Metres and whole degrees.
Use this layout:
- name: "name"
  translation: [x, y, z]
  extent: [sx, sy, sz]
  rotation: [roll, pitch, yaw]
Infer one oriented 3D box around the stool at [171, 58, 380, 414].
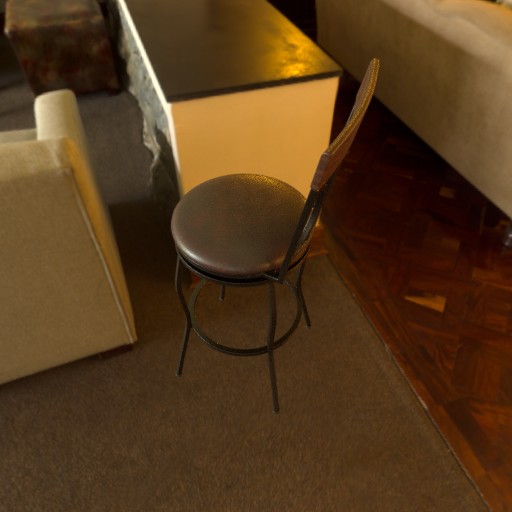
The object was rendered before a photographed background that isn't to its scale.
- name: "stool"
  translation: [0.000, 0.000, 1.400]
  extent: [0.513, 1.130, 0.448]
  rotation: [16, 48, 15]
